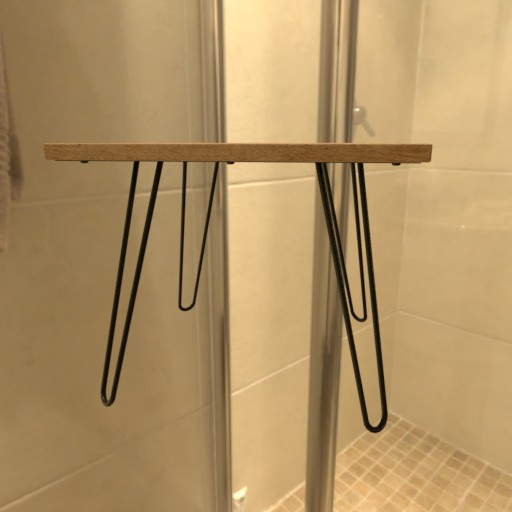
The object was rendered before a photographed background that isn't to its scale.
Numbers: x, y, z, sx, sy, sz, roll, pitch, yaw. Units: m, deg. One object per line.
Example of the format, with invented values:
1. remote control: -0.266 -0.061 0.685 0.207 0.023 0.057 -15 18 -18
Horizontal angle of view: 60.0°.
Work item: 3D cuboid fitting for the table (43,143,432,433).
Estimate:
1. table: 0.000 0.000 1.014 0.599 0.500 0.599 2 15 9
